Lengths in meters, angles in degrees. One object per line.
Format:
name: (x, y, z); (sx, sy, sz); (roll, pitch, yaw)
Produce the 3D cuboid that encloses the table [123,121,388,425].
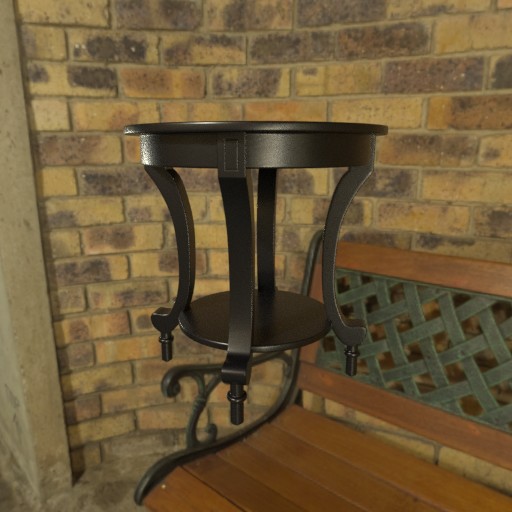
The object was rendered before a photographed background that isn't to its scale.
table: (0.000, 0.000, 1.112); (0.597, 0.618, 0.597); (0, 14, 0)
